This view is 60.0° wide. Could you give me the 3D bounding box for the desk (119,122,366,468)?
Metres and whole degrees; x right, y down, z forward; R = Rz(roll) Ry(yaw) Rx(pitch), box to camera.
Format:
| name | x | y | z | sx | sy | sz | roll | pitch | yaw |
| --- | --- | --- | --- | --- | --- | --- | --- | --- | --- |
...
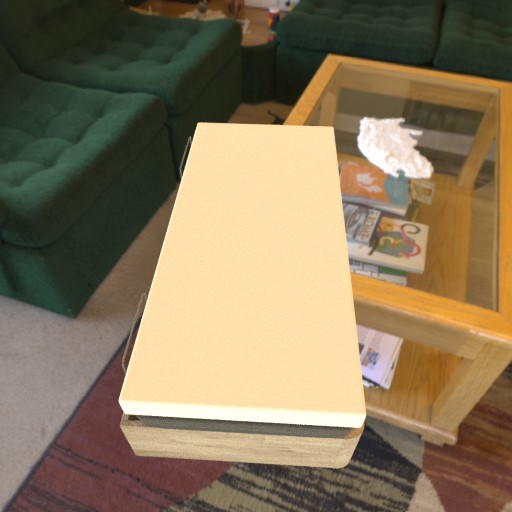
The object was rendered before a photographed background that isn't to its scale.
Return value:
| name | x | y | z | sx | sy | sz | roll | pitch | yaw |
| --- | --- | --- | --- | --- | --- | --- | --- | --- | --- |
| desk | 0.000 | 0.000 | 2.299 | 0.900 | 0.455 | 1.900 | 2 | 47 | 2 |
